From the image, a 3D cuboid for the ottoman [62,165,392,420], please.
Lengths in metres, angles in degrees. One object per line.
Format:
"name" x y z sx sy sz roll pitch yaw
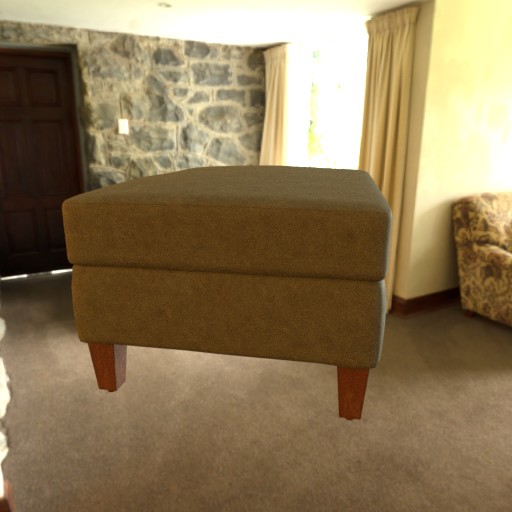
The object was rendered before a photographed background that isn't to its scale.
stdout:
"ottoman" 0.000 0.000 1.233 0.639 0.464 0.839 3 16 10
